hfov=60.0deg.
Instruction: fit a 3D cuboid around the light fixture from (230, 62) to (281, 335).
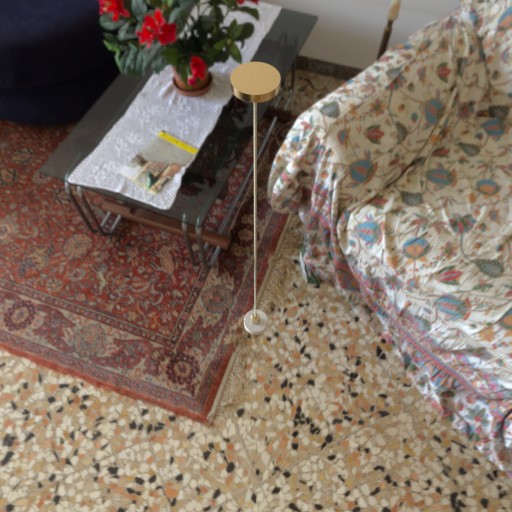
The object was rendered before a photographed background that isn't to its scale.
[{"bbox_3d":[0.000,0.000,1.775,0.129,1.669,0.129,-14,60,-8],"label":"light fixture"}]
